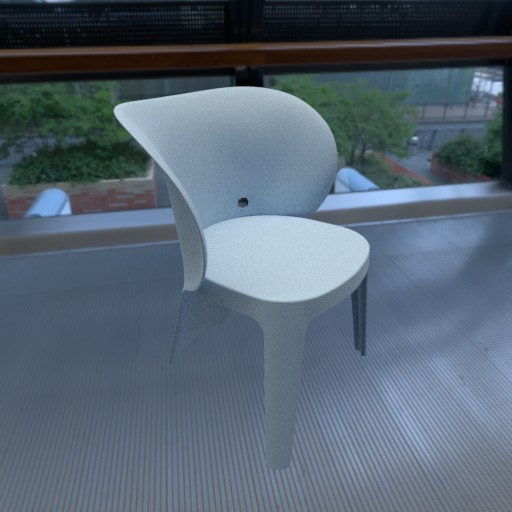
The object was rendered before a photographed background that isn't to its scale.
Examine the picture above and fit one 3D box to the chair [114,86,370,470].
[{"bbox_3d":[0.000,0.000,0.835,0.402,0.554,0.451,17,32,30],"label":"chair"}]
